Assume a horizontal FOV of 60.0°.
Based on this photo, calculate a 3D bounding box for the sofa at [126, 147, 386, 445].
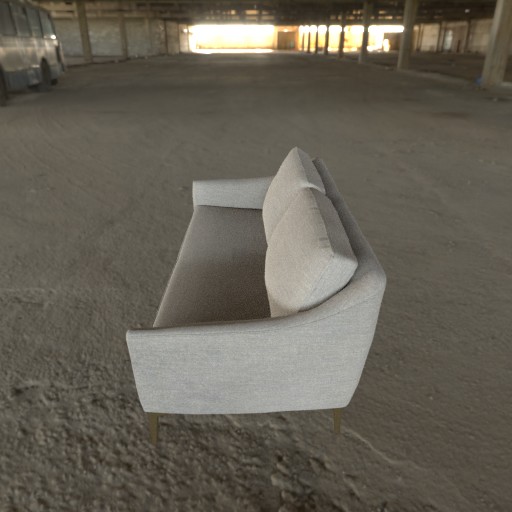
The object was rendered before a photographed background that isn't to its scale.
[{"bbox_3d":[0.000,0.000,2.613,0.980,0.913,2.036,0,26,0],"label":"sofa"}]
